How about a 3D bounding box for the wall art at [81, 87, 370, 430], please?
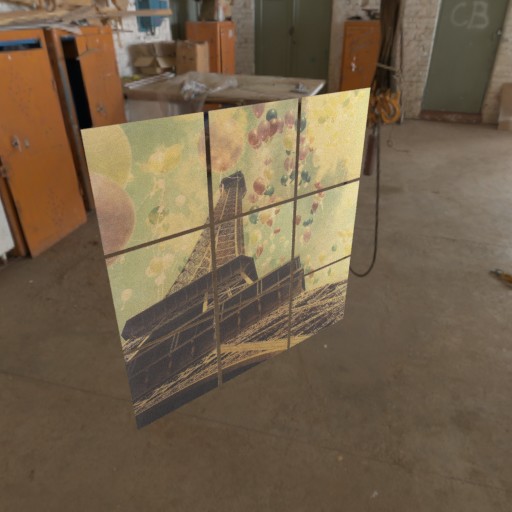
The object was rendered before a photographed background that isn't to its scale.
[{"bbox_3d":[0.000,0.000,2.286,1.517,1.505,0.002,-21,35,-32],"label":"wall art"}]
